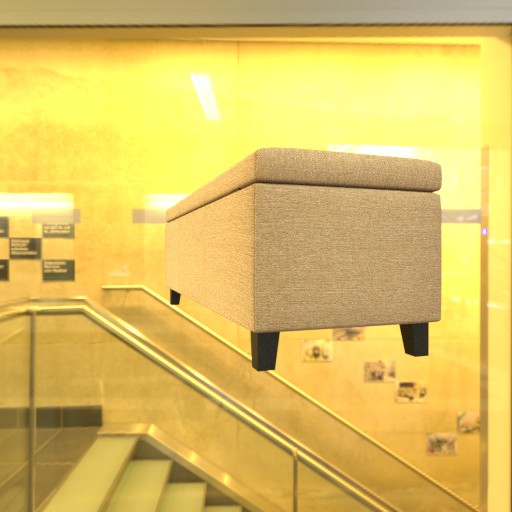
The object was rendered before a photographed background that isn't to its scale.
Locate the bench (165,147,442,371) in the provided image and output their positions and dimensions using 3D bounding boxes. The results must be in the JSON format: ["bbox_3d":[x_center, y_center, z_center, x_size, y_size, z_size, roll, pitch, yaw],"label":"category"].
[{"bbox_3d":[0.000,0.000,1.482,0.446,0.438,1.269,0,0,-19],"label":"bench"}]
